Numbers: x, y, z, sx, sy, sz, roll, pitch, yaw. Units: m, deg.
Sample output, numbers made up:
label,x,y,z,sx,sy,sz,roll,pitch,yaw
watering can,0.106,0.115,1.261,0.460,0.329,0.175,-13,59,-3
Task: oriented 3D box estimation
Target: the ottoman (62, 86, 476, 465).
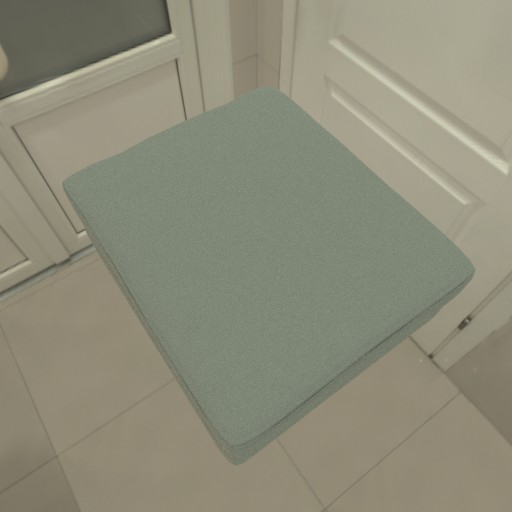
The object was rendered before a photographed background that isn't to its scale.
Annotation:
label,x,y,z,sx,sy,sz,roll,pitch,yaw
ottoman,0.000,0.000,1.465,0.842,0.494,0.991,-31,63,-18
